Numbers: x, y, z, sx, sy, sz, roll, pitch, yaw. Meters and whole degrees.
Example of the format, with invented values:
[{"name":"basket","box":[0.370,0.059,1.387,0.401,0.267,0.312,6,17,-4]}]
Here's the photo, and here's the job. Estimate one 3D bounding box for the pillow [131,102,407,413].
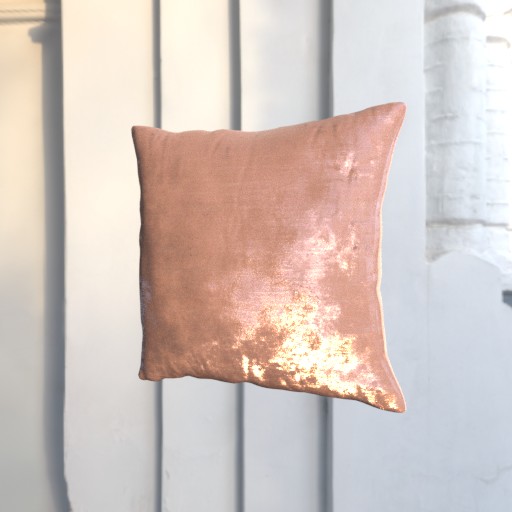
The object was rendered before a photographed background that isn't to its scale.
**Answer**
[{"name":"pillow","box":[0.000,0.000,0.730,0.470,0.464,0.175,0,1,19]}]
